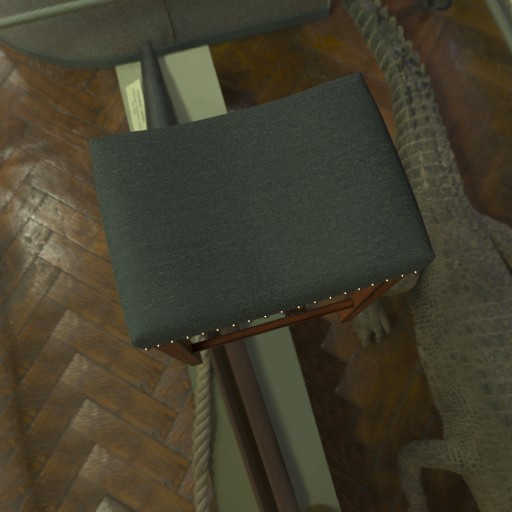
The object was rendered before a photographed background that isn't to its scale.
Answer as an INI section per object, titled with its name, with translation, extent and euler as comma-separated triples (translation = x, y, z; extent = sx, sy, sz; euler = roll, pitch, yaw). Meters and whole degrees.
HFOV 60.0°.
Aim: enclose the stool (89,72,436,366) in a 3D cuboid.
[stool]
translation = 0.000, 0.000, 1.036
extent = 0.502, 0.760, 0.366
euler = -15, 76, -4
